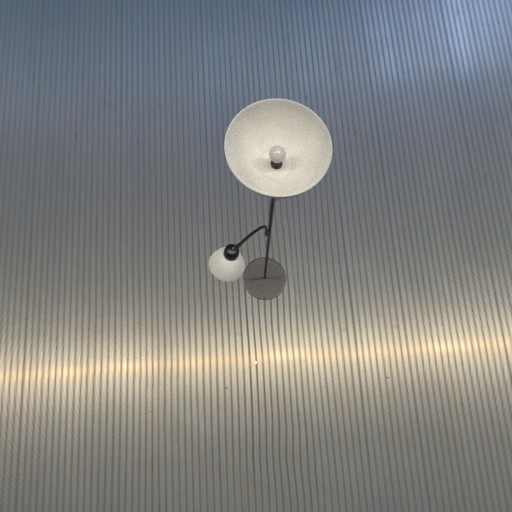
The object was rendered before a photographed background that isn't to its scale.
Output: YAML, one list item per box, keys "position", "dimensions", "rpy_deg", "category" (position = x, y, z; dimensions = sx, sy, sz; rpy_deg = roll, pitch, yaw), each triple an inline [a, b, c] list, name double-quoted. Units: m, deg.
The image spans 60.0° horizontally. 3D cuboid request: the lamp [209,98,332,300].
- position: [0.000, 0.000, 1.966]
  dimensions: [0.279, 1.804, 0.442]
  rpy_deg: [40, 80, 9]
  category: "lamp"
